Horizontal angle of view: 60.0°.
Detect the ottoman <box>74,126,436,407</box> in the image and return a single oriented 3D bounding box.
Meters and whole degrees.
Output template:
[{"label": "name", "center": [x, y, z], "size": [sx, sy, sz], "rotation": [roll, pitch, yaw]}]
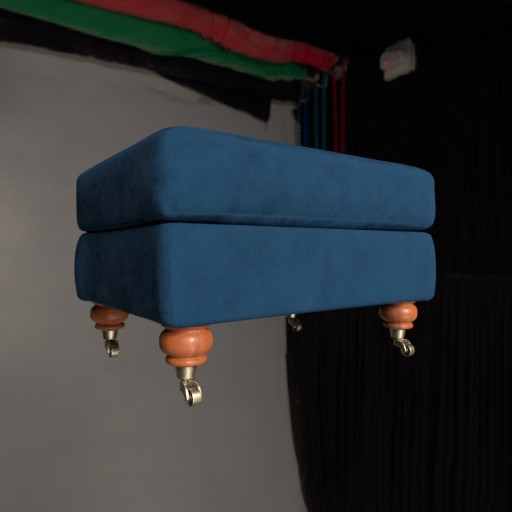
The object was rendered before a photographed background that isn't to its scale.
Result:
[{"label": "ottoman", "center": [0.000, 0.000, 1.136], "size": [0.773, 0.503, 0.572], "rotation": [-1, 1, -36]}]
